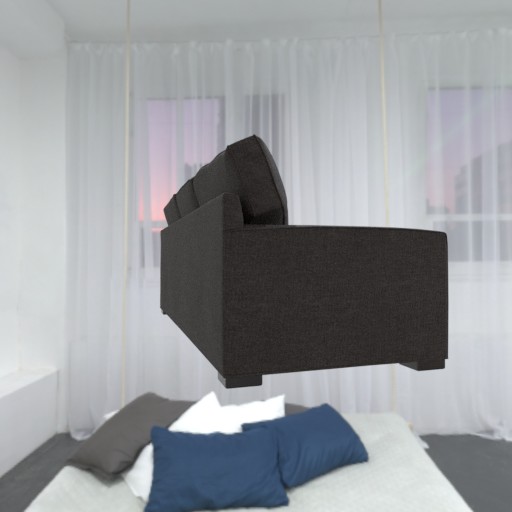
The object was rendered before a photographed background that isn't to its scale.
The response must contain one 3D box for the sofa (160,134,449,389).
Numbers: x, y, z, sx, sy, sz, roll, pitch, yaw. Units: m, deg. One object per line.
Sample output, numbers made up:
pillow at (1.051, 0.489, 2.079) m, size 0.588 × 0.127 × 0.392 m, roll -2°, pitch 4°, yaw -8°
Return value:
sofa at (0.000, 0.000, 2.871) m, size 1.004 × 0.978 × 2.369 m, roll 0°, pitch 0°, yaw -18°
